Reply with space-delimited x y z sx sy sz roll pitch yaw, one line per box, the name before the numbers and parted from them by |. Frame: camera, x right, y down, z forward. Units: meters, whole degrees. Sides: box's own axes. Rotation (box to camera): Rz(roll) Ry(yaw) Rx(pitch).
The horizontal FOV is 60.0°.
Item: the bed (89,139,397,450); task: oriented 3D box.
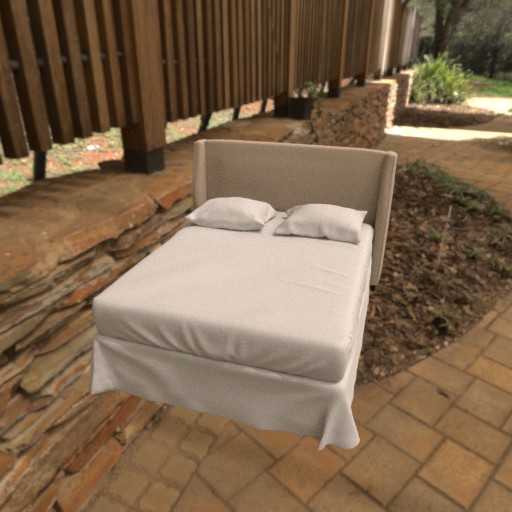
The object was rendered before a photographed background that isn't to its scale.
bed | 0.000 0.000 3.482 1.925 1.332 2.276 8 27 16
